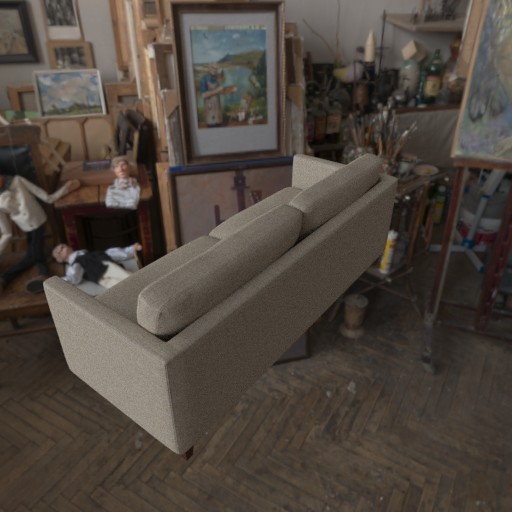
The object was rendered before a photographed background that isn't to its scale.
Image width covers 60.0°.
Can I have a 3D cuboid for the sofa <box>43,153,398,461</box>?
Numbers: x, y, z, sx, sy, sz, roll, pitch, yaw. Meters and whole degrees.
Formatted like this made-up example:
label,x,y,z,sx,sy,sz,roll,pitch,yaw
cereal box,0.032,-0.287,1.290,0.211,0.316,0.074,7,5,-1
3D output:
label,x,y,z,sx,sy,sz,roll,pitch,yaw
sofa,0.000,0.000,2.966,0.951,0.965,2.434,22,39,31
